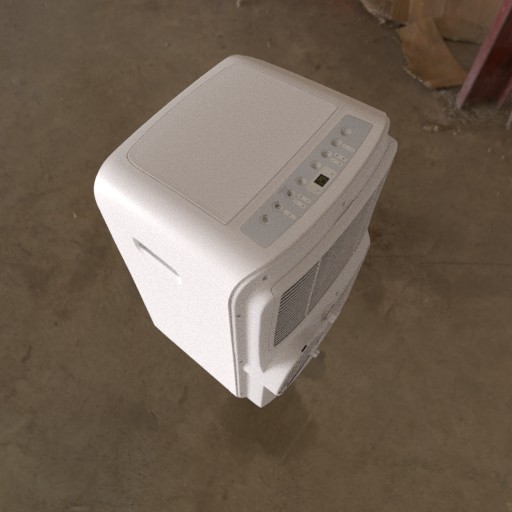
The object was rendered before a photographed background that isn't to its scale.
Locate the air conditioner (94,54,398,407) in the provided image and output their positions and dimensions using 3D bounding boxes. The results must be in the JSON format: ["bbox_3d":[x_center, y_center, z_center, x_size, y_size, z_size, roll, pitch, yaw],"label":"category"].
[{"bbox_3d":[0.000,0.000,1.050,0.467,0.765,0.478,34,66,17],"label":"air conditioner"}]
